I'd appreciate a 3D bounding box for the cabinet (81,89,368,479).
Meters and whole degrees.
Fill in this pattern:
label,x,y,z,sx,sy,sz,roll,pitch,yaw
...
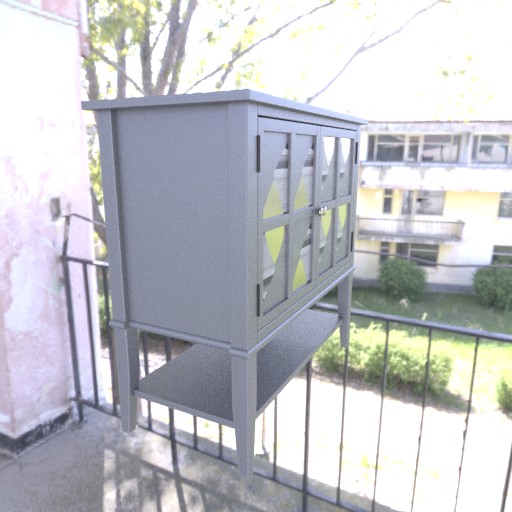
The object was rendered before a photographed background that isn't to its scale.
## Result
label,x,y,z,sx,sy,sz,roll,pitch,yaw
cabinet,0.000,0.000,1.258,0.396,0.780,0.801,7,15,27
